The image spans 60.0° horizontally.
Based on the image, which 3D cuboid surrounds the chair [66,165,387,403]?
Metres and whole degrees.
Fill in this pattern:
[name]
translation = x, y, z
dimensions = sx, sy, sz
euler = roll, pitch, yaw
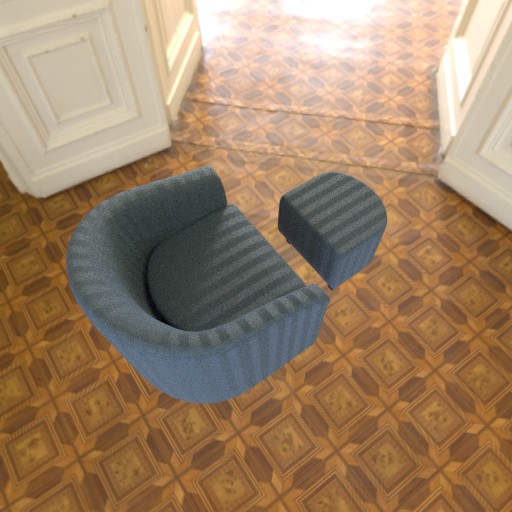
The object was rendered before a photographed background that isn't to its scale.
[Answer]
[chair]
translation = 0.000, 0.000, 1.784
dimensions = 1.288, 0.757, 0.756
euler = -31, 63, -18
